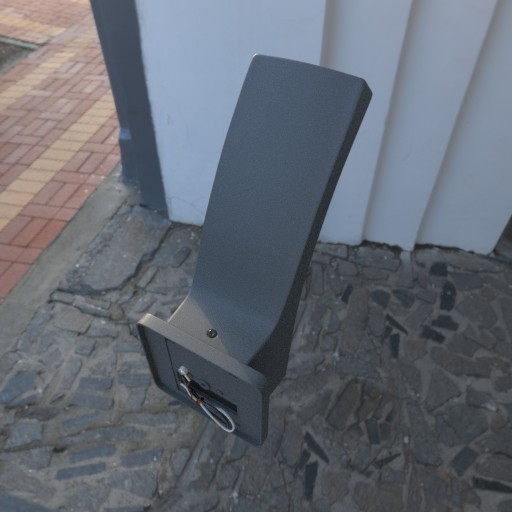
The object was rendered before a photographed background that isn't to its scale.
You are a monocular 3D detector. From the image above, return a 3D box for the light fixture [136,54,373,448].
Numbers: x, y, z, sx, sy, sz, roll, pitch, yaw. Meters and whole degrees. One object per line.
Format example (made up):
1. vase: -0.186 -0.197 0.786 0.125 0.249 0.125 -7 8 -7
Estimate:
1. light fixture: 0.000 0.000 0.335 0.108 0.243 0.174 23 50 21
